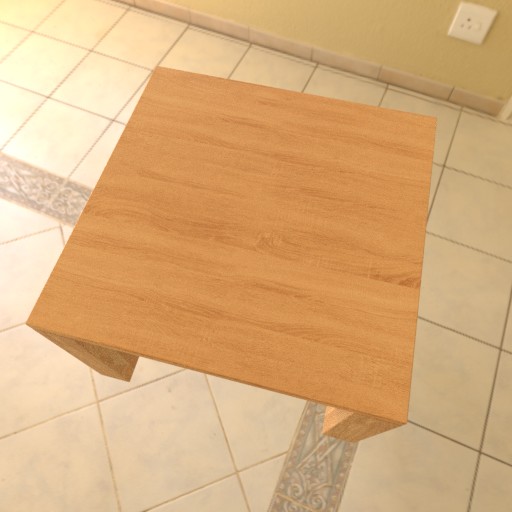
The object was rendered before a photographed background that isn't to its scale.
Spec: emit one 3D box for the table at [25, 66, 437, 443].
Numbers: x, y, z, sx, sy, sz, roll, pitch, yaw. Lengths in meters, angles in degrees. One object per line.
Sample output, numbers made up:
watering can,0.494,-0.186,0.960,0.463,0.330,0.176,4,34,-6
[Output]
table,0.000,0.000,1.129,0.700,0.450,0.700,13,64,6
